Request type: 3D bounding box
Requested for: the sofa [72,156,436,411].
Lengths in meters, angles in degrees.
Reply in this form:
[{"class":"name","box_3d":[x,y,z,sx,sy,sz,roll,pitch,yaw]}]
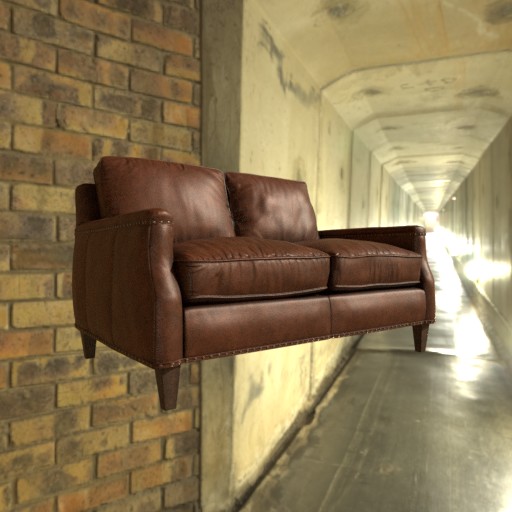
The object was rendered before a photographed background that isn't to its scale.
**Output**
[{"class":"sofa","box_3d":[0.000,0.000,2.276,1.628,1.003,1.083,0,0,-37]}]
